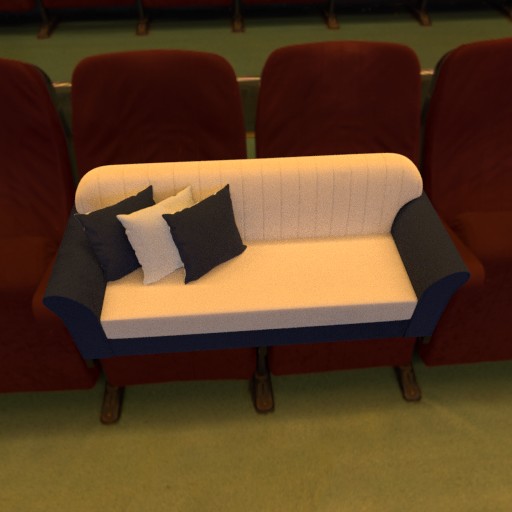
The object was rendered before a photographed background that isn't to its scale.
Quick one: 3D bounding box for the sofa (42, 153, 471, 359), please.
[{"bbox_3d":[0.000,0.000,2.433,2.006,0.789,0.749,-3,46,-3],"label":"sofa"}]
